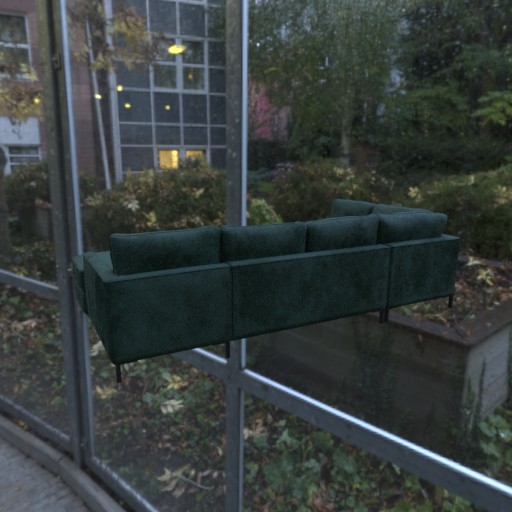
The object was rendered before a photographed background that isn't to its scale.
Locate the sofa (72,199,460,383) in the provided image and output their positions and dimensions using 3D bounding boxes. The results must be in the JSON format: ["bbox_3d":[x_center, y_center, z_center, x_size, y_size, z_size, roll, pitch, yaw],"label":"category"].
[{"bbox_3d":[0.000,0.000,3.981,2.994,0.861,1.992,-6,14,-27],"label":"sofa"}]
